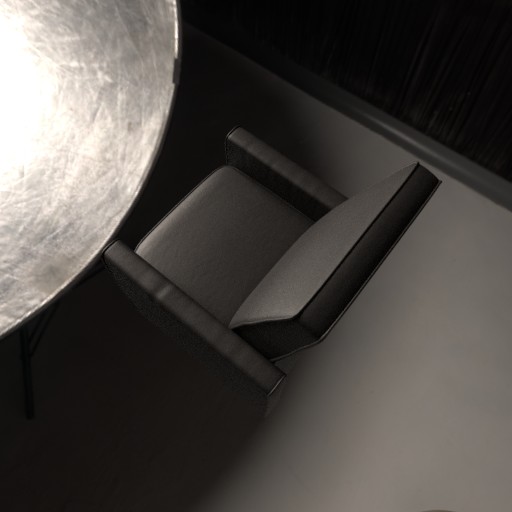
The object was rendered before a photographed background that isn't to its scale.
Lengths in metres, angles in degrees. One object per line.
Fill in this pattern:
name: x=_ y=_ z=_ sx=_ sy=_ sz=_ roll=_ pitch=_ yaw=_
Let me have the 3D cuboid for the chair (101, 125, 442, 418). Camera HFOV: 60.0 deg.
chair: x=0.000 y=0.000 z=1.494 sx=0.746 sy=1.013 sz=0.705 roll=36 pitch=69 yaw=16
